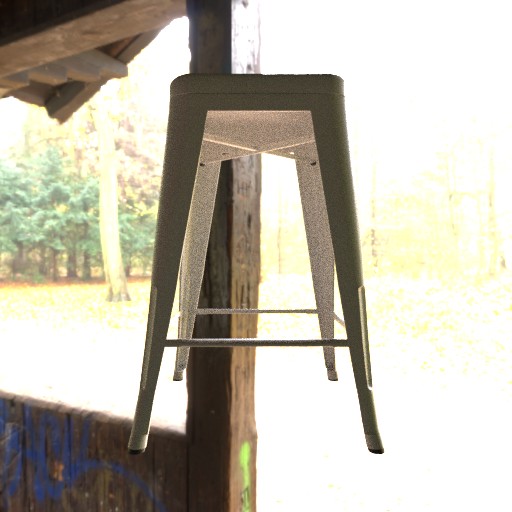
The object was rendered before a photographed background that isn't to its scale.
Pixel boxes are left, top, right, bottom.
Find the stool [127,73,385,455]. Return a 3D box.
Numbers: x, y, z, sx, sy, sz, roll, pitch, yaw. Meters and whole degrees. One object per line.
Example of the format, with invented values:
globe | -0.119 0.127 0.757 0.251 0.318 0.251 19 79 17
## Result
stool | 0.000 0.000 0.885 0.406 0.610 0.406 0 1 0
